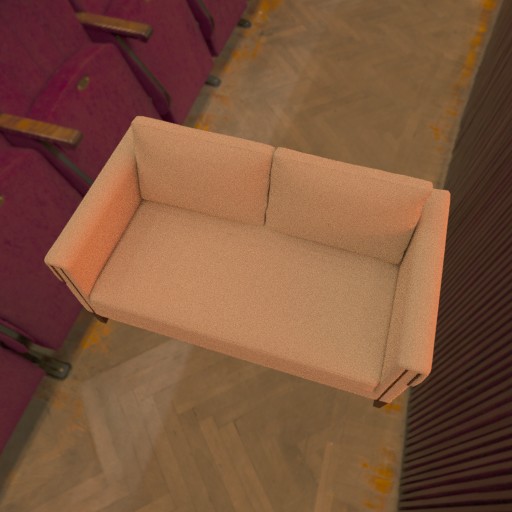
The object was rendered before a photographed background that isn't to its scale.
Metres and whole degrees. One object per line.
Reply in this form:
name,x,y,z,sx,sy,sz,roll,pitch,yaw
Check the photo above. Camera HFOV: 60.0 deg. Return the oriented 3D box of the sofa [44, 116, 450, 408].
sofa,0.000,0.000,2.119,1.598,0.873,0.905,15,60,9
